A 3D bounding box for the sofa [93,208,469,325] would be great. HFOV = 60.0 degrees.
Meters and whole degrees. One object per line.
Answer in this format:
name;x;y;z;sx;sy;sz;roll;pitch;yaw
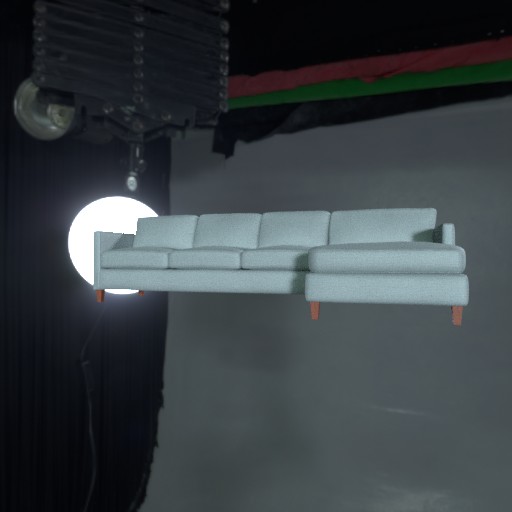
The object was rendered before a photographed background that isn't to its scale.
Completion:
sofa;0.000;0.000;4.188;3.471;0.950;1.604;0;0;17
